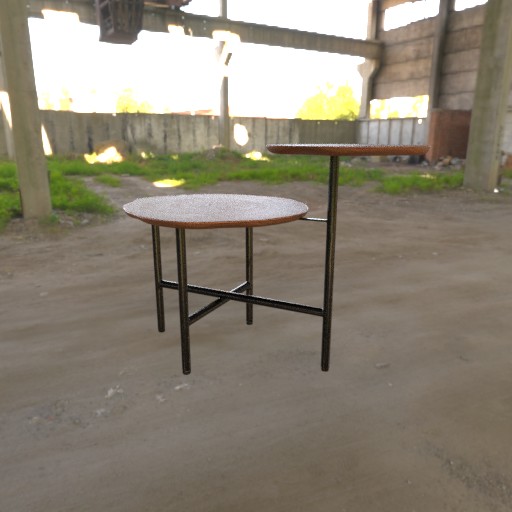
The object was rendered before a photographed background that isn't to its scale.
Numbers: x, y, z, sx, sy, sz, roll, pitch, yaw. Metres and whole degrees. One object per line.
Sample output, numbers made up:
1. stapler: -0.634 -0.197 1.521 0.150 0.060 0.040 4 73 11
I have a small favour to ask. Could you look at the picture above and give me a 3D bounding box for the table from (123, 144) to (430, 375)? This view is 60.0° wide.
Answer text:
1. table: 0.000 0.000 1.102 0.759 0.538 0.442 8 17 27
